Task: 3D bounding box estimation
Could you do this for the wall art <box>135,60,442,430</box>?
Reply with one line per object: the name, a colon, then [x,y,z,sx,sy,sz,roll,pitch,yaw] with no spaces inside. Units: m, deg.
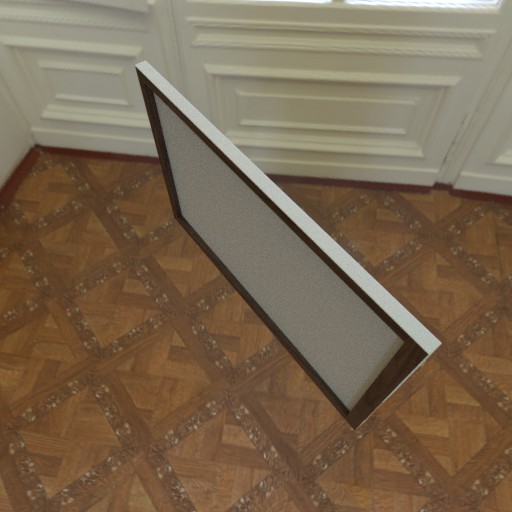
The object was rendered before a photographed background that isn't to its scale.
wall art: [0.000,0.000,1.898,0.051,1.016,1.520,-33,64,-19]
